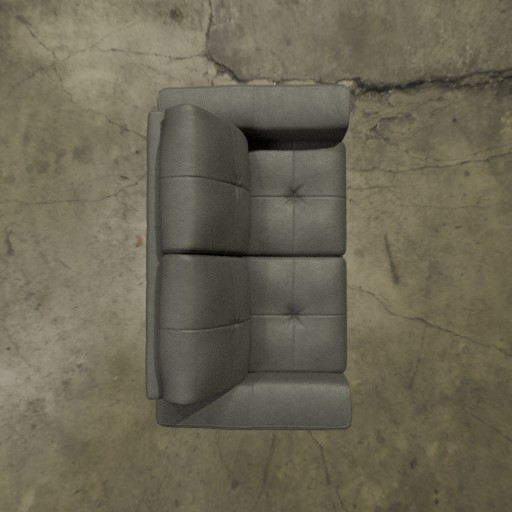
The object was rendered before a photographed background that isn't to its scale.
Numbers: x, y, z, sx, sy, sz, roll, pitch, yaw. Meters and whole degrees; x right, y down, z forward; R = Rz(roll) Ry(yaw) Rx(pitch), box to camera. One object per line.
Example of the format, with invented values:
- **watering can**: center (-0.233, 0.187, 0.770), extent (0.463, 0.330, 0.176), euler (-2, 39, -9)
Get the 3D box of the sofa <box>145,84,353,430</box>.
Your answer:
- **sofa**: center (0.000, 0.000, 2.363), extent (1.018, 0.907, 1.806), euler (0, 89, 1)
